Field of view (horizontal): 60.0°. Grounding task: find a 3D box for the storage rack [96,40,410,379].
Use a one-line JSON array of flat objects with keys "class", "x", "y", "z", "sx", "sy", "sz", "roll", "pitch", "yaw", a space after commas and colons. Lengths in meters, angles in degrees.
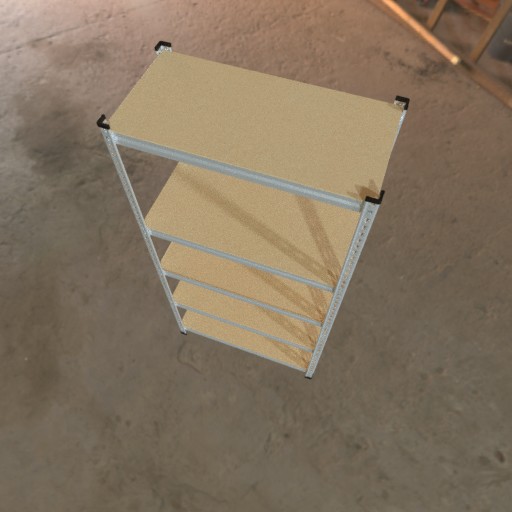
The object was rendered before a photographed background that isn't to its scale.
[{"class": "storage rack", "x": 0.000, "y": 0.000, "z": 2.210, "sx": 0.914, "sy": 1.829, "sz": 0.457, "roll": 17, "pitch": 61, "yaw": 10}]
